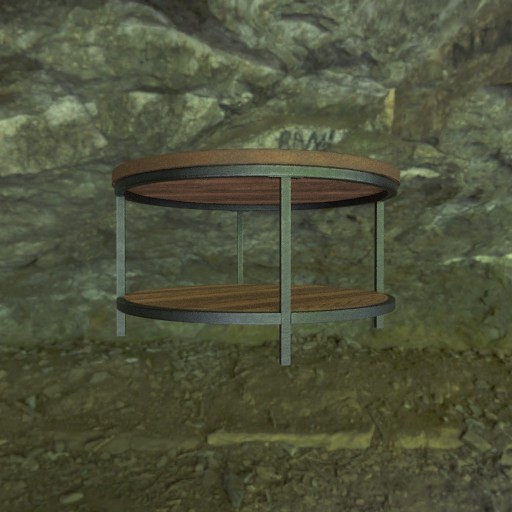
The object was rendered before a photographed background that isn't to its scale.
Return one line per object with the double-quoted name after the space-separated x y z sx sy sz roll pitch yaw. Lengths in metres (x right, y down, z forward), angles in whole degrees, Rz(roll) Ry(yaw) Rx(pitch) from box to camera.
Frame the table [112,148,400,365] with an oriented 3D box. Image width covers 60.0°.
0.000 0.000 1.355 0.837 0.462 0.837 0 1 0 "table"
